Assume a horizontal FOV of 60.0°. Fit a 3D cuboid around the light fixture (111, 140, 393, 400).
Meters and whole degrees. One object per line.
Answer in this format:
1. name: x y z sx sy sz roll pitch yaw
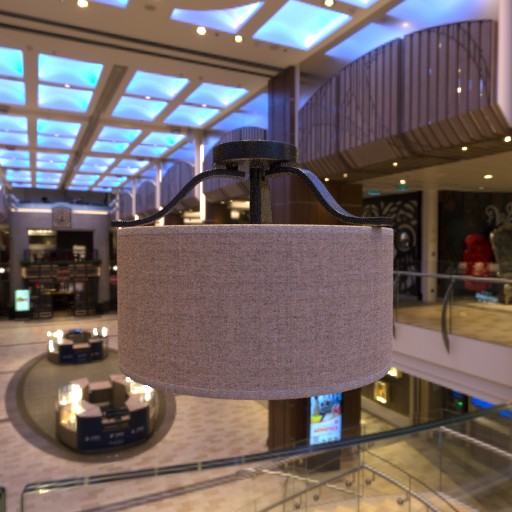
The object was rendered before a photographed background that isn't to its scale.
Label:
1. light fixture: 0.000 0.000 0.647 0.390 0.306 0.390 0 1 0
